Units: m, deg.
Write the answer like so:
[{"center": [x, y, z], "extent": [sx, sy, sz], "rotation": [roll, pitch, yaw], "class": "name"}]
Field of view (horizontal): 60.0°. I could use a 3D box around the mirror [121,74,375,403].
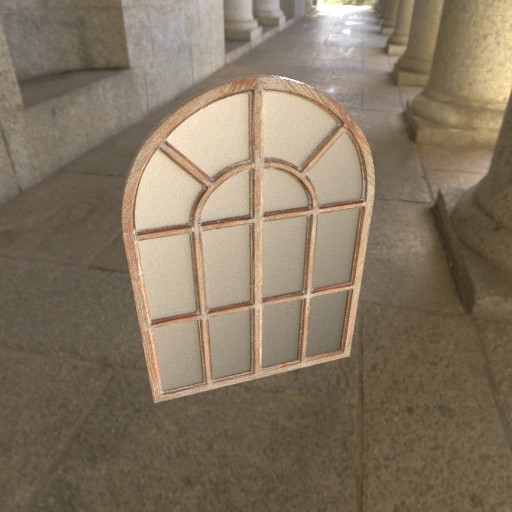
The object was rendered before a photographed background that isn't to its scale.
[{"center": [0.000, 0.000, 1.200], "extent": [0.660, 0.920, 0.032], "rotation": [-10, 34, -15], "class": "mirror"}]
